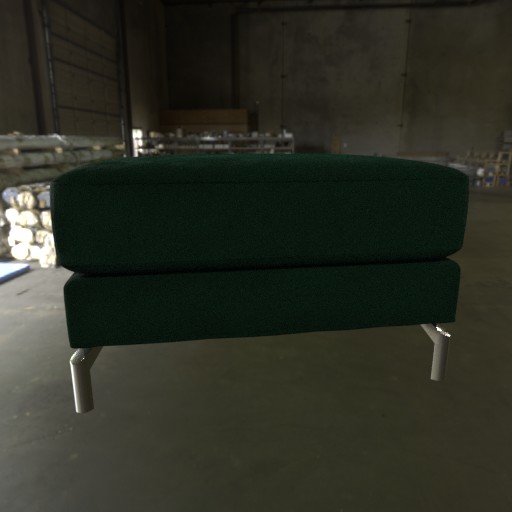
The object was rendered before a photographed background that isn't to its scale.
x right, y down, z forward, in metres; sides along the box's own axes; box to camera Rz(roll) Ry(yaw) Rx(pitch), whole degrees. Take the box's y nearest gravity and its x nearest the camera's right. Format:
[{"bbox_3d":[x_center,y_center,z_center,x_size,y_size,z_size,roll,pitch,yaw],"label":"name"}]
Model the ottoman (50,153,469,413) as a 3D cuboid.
[{"bbox_3d":[0.000,0.000,1.187,0.886,0.533,0.536,-2,15,-9],"label":"ottoman"}]
